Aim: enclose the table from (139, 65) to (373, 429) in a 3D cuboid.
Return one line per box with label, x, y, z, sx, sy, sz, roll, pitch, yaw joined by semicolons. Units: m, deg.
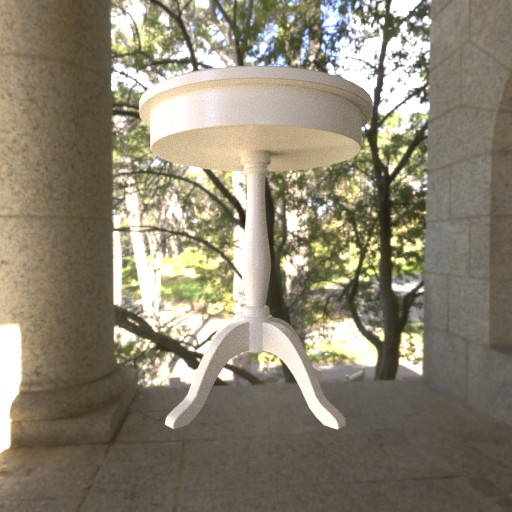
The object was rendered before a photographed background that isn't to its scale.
table;0.000;0.000;1.010;0.513;0.653;0.513;0;1;0
